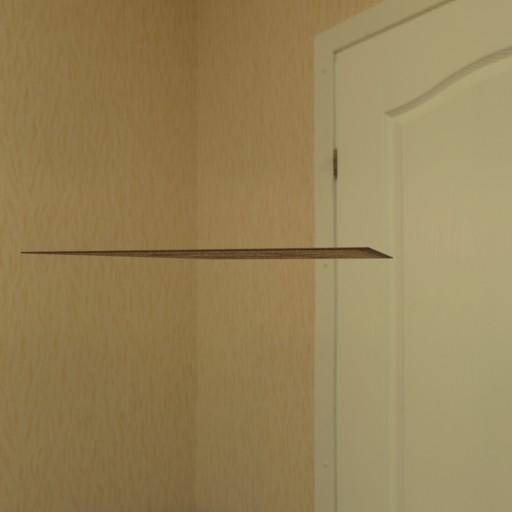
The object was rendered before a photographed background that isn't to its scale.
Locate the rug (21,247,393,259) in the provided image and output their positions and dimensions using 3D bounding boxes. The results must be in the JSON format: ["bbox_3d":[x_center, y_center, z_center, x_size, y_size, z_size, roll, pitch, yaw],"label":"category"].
[{"bbox_3d":[0.000,0.000,4.230,2.381,0.013,3.197,0,-1,19],"label":"rug"}]
